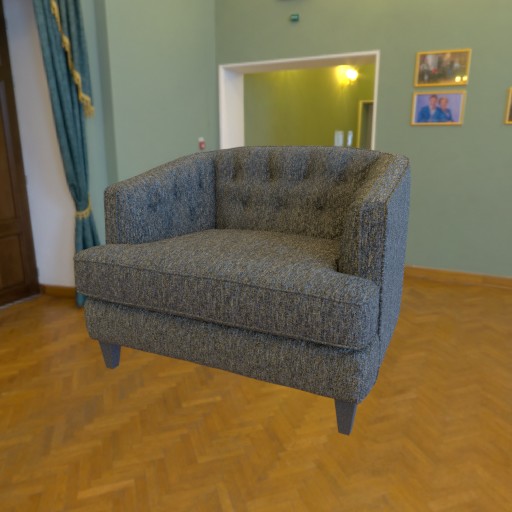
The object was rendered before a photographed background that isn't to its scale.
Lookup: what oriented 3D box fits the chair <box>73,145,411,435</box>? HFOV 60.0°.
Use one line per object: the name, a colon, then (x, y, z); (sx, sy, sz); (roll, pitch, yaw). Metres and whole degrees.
chair: (0.000, 0.000, 1.778); (1.104, 0.852, 0.941); (7, 16, 25)
